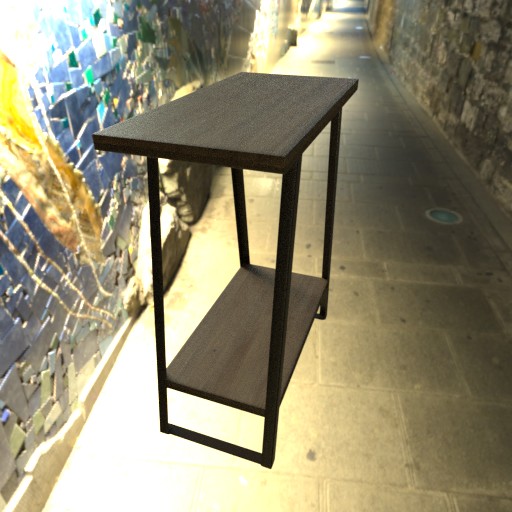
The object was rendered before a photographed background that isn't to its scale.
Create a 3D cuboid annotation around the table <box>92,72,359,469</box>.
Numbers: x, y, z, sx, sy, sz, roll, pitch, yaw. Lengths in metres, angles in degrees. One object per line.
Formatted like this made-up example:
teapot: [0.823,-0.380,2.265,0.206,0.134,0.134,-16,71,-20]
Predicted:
table: [0.000,0.000,1.033,0.300,0.701,0.599,11,33,17]
